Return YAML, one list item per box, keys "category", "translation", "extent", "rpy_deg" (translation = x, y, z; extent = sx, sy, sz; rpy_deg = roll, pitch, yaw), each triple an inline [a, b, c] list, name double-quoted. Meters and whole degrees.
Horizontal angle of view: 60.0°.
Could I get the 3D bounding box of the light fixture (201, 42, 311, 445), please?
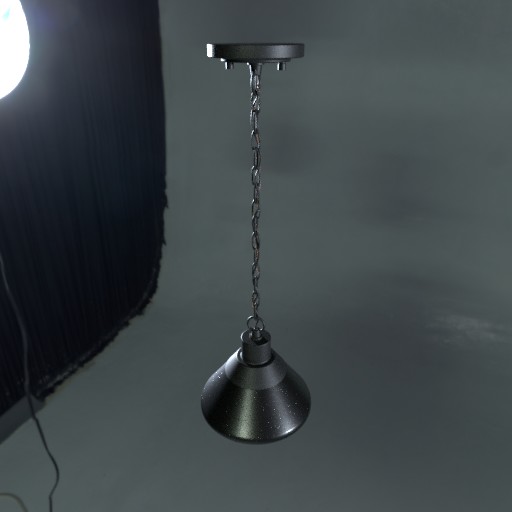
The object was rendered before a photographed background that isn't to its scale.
- category: "light fixture"
  translation: [0.000, 0.000, 0.681]
  extent: [0.201, 0.588, 0.201]
  rpy_deg: [9, 28, 17]
